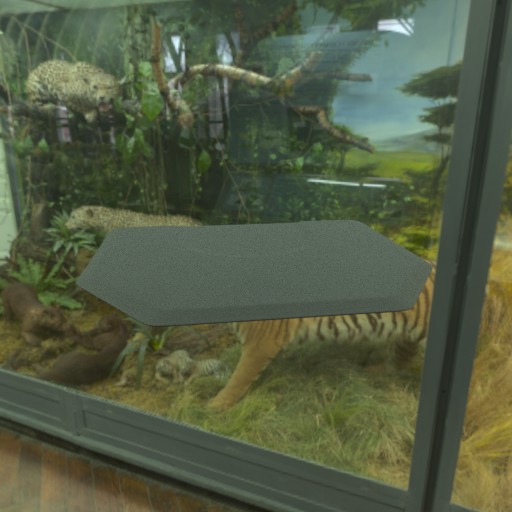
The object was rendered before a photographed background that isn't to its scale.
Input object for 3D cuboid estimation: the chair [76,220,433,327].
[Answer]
[{"bbox_3d":[0.000,0.000,1.883,1.372,0.024,1.219,-3,18,-8],"label":"chair"}]
